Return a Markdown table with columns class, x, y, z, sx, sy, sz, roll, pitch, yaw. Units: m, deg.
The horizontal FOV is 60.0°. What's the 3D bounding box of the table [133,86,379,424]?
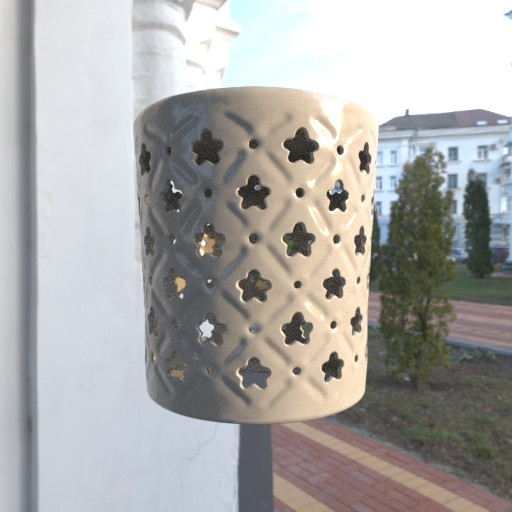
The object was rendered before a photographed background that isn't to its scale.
| class | x | y | z | sx | sy | sz | roll | pitch | yaw |
| --- | --- | --- | --- | --- | --- | --- | --- | --- | --- |
| table | 0.000 | 0.000 | 0.660 | 0.352 | 0.387 | 0.352 | 0 | 1 | 0 |
